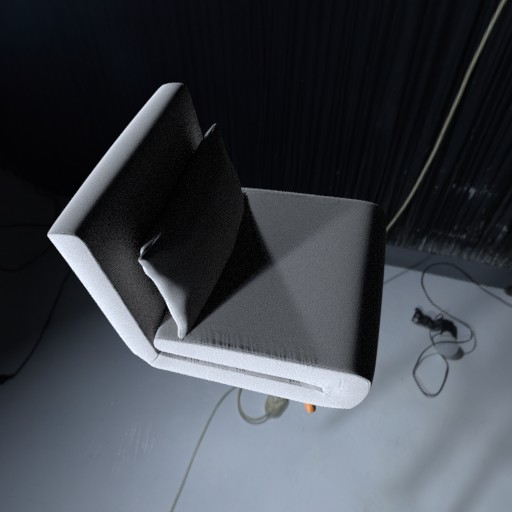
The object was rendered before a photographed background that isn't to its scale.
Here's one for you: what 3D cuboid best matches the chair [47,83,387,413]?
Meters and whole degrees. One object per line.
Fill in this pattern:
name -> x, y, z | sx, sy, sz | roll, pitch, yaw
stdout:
chair -> 0.000, 0.000, 1.544 | 0.902, 0.808, 0.770 | 11, 50, 9
